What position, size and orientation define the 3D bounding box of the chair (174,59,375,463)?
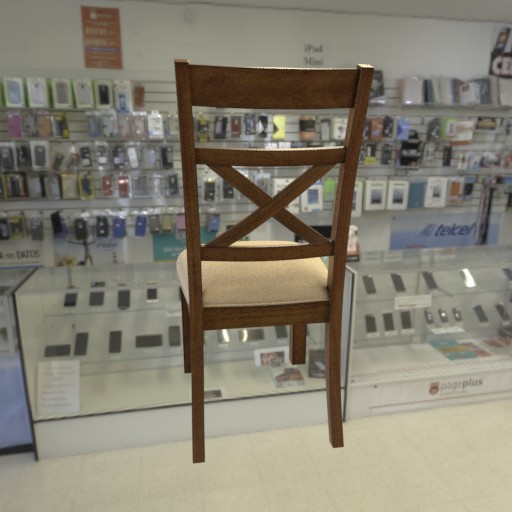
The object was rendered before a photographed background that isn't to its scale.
[{"bbox_3d":[0.000,0.000,1.265,0.461,0.949,0.581,-2,15,-9],"label":"chair"}]
